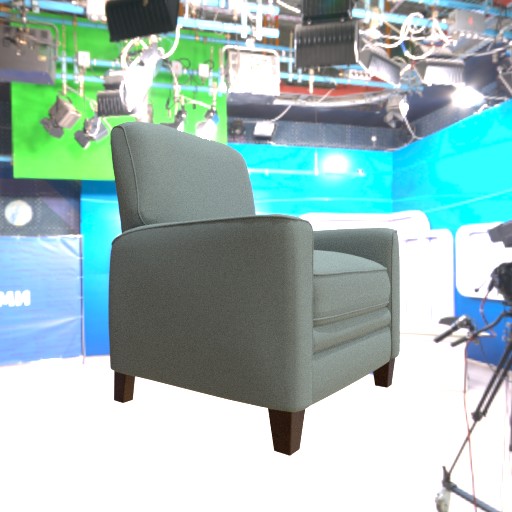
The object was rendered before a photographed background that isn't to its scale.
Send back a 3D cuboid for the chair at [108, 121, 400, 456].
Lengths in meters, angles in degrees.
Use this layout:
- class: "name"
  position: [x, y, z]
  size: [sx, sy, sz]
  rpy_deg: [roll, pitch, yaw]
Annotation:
- class: "chair"
  position: [0.000, 0.000, 1.644]
  size: [0.846, 1.007, 0.853]
  rpy_deg: [0, 0, 36]
